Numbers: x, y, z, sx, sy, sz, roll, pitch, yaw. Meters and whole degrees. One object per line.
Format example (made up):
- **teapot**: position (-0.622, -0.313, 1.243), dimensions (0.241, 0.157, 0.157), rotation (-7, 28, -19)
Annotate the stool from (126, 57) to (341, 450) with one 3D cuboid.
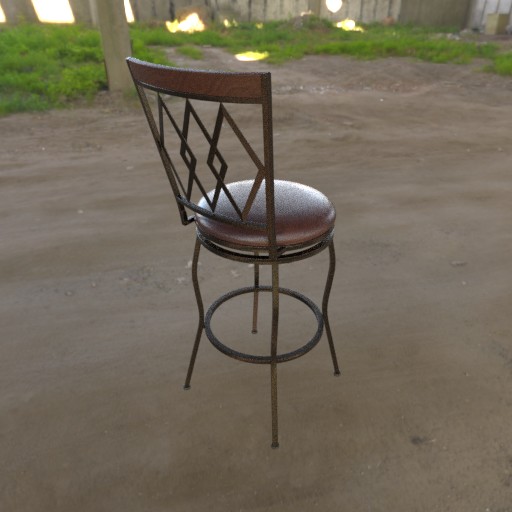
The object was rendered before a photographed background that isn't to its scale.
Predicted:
- **stool**: position (0.000, 0.000, 1.365), dimensions (0.432, 1.134, 0.521), rotation (21, 36, 32)
